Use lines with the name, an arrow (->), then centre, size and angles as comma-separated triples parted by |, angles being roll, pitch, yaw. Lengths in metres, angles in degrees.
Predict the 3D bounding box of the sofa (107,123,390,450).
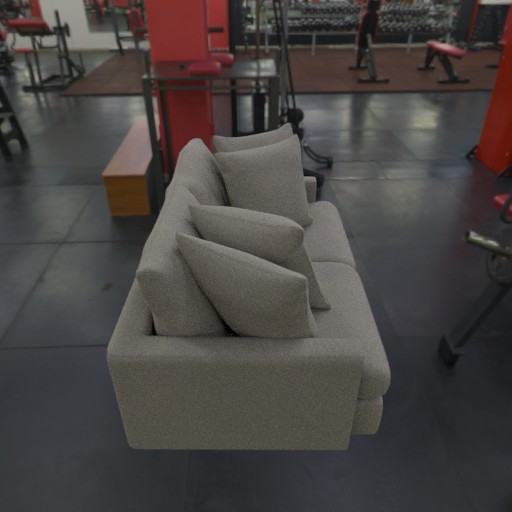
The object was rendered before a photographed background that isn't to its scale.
sofa -> 0.000, 0.000, 2.610 | 1.228, 1.080, 1.869 | 0, 33, 0
